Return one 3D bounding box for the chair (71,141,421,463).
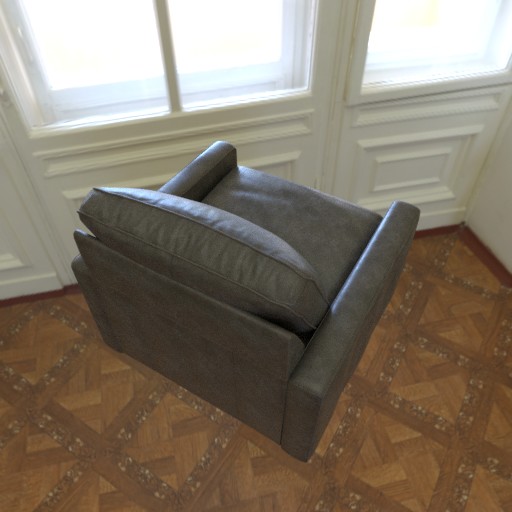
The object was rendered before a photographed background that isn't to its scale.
[{"bbox_3d":[0.000,0.000,1.735,1.006,0.916,0.939,23,51,21],"label":"chair"}]
